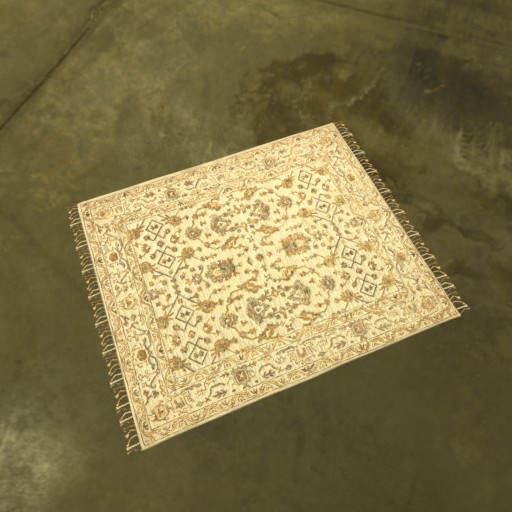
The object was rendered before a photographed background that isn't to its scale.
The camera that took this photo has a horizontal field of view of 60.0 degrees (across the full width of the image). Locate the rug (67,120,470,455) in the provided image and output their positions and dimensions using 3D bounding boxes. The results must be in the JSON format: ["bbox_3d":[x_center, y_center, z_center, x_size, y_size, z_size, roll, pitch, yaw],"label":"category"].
[{"bbox_3d":[0.000,0.000,4.096,3.061,0.034,2.426,-20,64,-10],"label":"rug"}]
